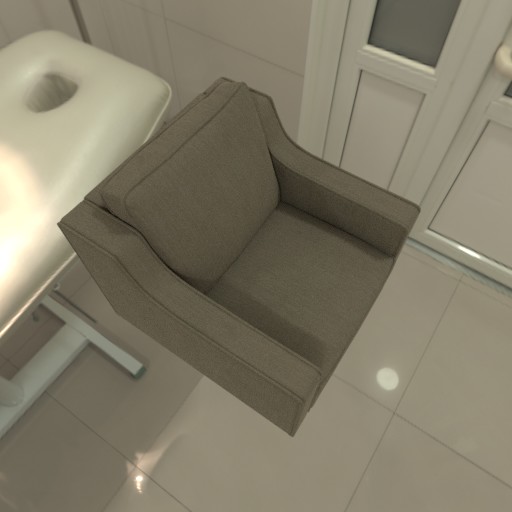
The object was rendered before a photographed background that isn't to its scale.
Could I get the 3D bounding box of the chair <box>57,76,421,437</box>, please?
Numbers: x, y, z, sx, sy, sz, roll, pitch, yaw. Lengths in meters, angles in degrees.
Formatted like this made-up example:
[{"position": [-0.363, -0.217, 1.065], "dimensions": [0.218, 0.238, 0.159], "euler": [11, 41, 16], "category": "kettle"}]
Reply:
[{"position": [0.000, 0.000, 1.668], "dimensions": [0.909, 0.960, 0.831], "euler": [30, 63, 17], "category": "chair"}]
